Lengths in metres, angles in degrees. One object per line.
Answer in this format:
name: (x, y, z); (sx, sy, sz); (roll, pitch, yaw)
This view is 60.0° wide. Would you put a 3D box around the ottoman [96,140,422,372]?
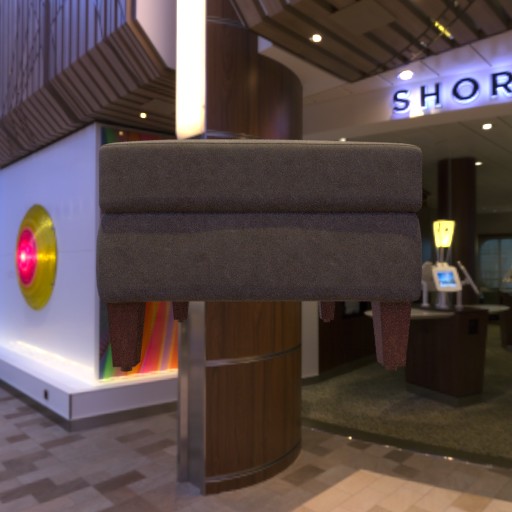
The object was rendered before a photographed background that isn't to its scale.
ottoman: (0.000, 0.000, 1.242); (0.639, 0.464, 0.839); (0, -1, -1)
